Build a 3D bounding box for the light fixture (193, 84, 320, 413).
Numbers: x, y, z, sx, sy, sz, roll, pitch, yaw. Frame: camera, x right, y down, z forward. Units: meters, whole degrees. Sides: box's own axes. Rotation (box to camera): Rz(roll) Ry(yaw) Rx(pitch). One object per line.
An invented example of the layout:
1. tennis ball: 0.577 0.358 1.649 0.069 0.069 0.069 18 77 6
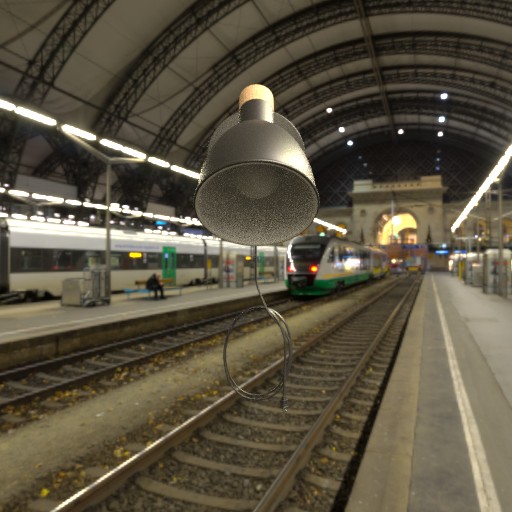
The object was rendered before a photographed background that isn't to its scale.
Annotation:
1. light fixture: 0.000 0.000 0.487 0.127 0.401 0.203 0 -1 0
